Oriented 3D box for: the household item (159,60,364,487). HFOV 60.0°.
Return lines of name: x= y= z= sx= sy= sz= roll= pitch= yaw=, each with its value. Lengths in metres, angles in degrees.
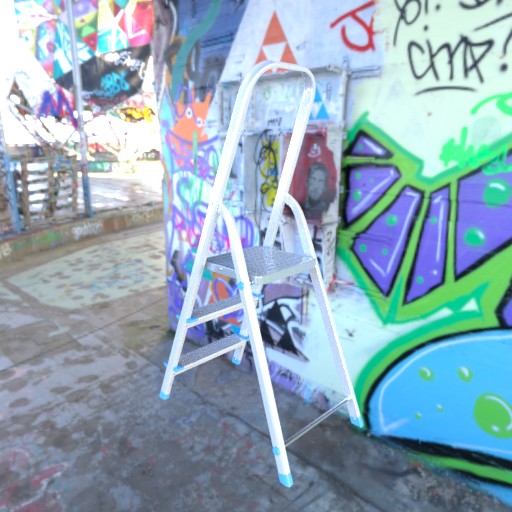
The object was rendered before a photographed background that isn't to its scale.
household item: x=0.000 y=0.000 z=1.531 sx=0.687 sy=1.215 sz=0.420 roll=14 pitch=21 yaw=43
